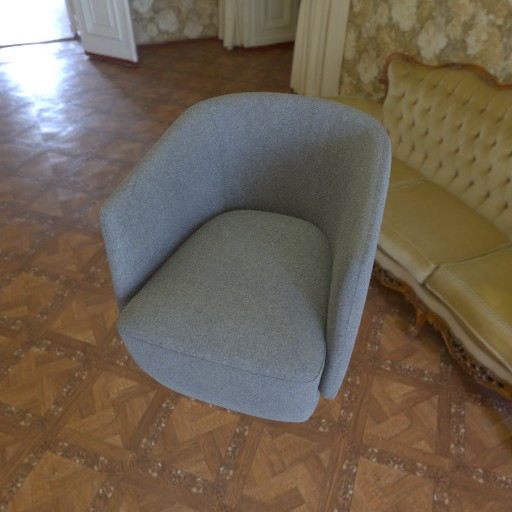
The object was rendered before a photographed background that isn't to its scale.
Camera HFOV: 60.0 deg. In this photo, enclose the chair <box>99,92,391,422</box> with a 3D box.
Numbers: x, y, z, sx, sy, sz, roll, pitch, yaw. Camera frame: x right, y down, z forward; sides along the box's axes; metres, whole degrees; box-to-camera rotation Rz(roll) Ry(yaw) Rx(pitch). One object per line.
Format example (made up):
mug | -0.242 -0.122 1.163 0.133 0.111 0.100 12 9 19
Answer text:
chair | 0.000 0.000 1.627 0.822 0.861 0.986 12 42 14
